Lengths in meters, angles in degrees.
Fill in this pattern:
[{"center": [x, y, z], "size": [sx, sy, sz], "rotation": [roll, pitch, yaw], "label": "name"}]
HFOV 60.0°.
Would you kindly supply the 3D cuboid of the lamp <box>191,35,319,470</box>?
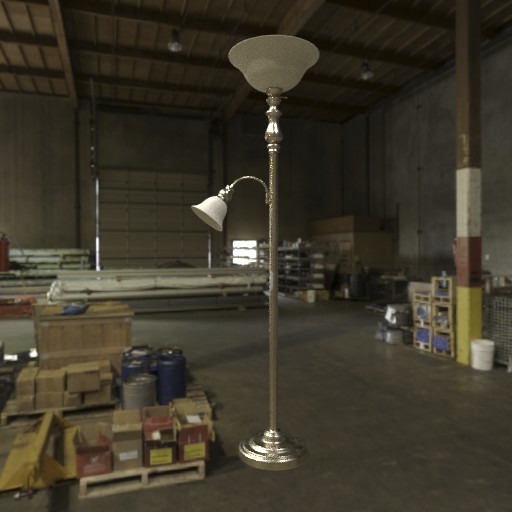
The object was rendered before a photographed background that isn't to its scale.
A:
[{"center": [0.000, 0.000, 1.969], "size": [0.575, 1.785, 0.405], "rotation": [0, 0, -19], "label": "lamp"}]
